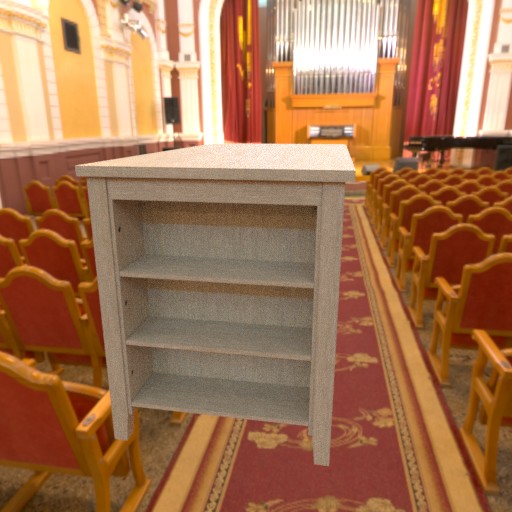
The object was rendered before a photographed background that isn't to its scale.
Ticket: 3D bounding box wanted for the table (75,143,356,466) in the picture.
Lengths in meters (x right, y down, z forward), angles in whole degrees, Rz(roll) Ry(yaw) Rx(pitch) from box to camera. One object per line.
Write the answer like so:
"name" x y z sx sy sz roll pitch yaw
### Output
"table" 0.000 0.000 1.899 0.729 0.874 1.397 3 17 10
